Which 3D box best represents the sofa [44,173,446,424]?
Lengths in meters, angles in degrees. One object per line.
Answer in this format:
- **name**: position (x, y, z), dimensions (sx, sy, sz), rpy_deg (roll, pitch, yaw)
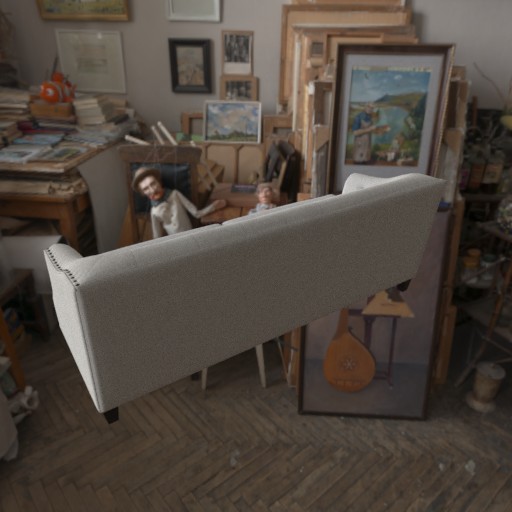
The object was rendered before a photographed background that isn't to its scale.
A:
- **sofa**: position (0.000, 0.000, 2.707), dimensions (2.235, 0.901, 0.914), rpy_deg (-18, 33, -29)
